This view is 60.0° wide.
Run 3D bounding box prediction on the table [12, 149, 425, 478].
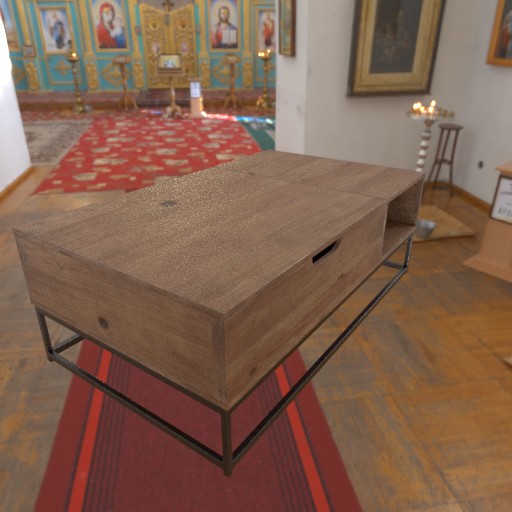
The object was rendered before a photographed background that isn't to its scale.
[{"bbox_3d":[0.000,0.000,1.378,0.655,0.395,1.101,17,30,32],"label":"table"}]
